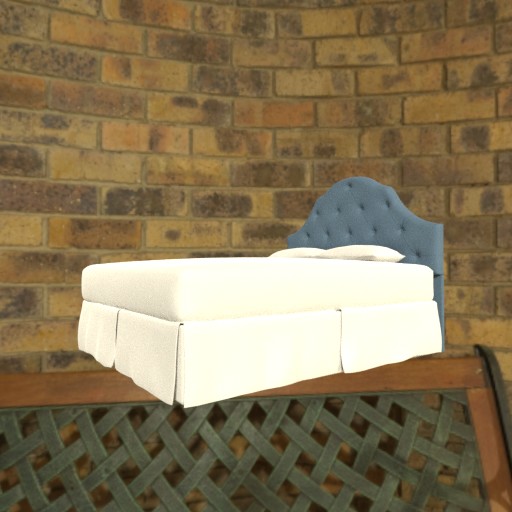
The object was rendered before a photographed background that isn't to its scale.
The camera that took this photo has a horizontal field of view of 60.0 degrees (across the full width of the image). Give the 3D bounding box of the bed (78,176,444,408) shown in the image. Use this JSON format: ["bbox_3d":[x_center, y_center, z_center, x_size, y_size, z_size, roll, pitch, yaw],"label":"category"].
[{"bbox_3d":[0.000,0.000,3.775,2.477,1.617,2.039,1,-1,-36],"label":"bed"}]
